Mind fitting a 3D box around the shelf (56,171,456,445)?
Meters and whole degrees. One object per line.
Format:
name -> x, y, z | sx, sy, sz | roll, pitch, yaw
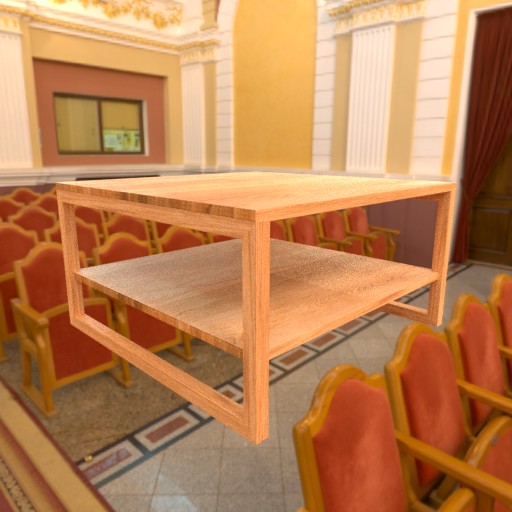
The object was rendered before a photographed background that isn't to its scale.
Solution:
shelf -> 0.000, 0.000, 1.461 | 0.899, 0.480, 0.899 | -13, 19, -43
